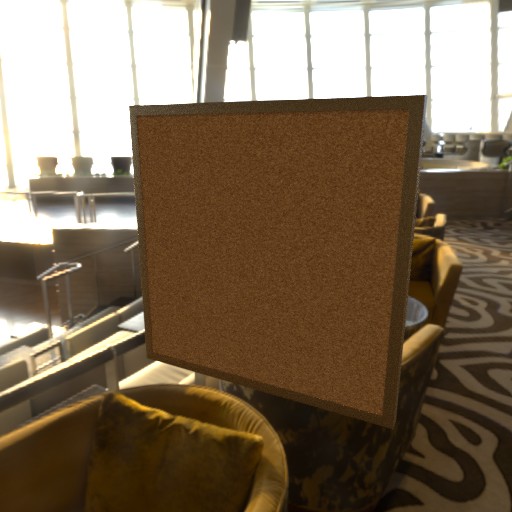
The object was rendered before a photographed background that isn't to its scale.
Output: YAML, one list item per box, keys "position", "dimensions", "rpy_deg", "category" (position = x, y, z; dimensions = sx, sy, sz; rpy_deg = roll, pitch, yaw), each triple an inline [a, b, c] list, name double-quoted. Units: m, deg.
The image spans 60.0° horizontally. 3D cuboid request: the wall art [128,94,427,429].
- position: [0.000, 0.000, 1.158]
  dimensions: [0.767, 0.765, 0.036]
  rpy_deg: [8, 17, 26]
  category: "wall art"
